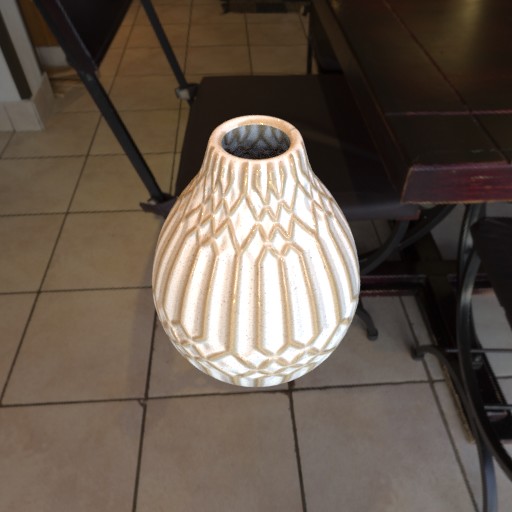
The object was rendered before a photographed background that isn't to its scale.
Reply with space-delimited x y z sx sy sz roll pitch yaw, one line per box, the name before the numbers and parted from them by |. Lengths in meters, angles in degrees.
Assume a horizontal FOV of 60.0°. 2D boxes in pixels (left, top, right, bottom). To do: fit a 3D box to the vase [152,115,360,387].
vase | 0.000 0.000 0.330 0.159 0.200 0.159 0 46 0
